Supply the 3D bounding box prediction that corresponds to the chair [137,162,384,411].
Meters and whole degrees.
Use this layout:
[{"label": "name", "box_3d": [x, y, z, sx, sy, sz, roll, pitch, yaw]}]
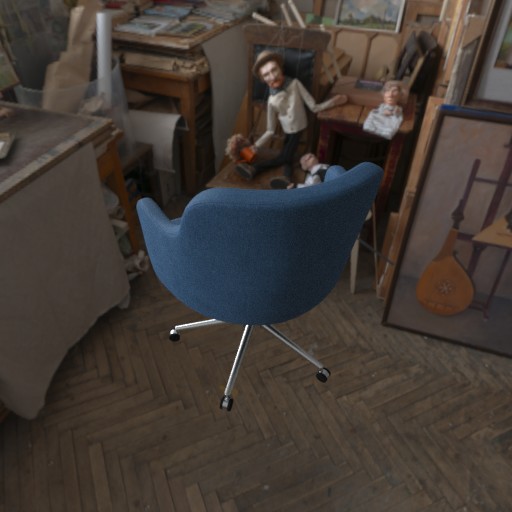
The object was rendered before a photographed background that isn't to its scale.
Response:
[{"label": "chair", "box_3d": [0.000, 0.000, 1.279, 0.599, 0.820, 0.655, -12, 43, -13]}]
